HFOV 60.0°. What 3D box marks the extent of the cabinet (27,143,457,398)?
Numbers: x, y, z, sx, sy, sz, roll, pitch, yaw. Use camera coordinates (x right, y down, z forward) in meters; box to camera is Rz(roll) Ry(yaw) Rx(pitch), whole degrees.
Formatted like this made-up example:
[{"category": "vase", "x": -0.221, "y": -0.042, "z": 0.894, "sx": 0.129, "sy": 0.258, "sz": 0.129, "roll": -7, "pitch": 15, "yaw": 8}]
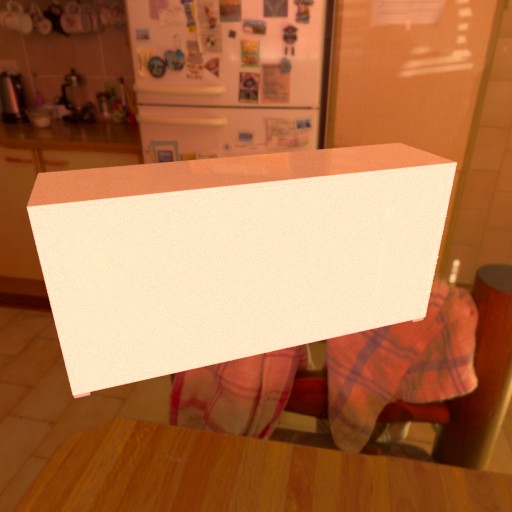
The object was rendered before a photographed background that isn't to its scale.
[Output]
[{"category": "cabinet", "x": 0.000, "y": 0.000, "z": 1.971, "sx": 1.650, "sy": 0.800, "sz": 0.400, "roll": -9, "pitch": 28, "yaw": -17}]
